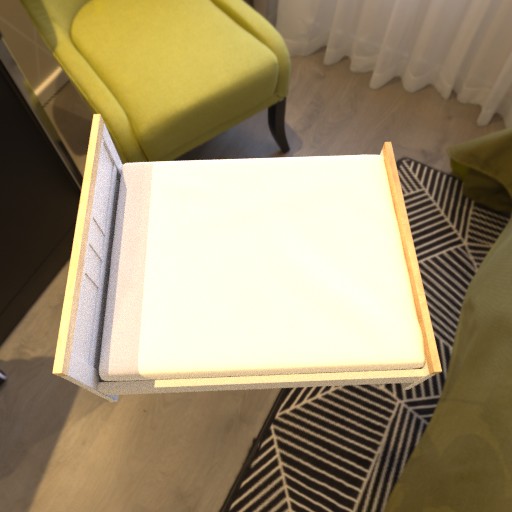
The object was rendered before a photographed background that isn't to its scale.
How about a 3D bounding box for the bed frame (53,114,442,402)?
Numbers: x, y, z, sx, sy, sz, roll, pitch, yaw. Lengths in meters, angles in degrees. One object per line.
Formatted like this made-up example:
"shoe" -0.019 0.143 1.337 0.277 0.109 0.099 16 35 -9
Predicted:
"bed frame" 0.000 0.000 2.980 2.050 0.980 1.670 -2 64 -1
